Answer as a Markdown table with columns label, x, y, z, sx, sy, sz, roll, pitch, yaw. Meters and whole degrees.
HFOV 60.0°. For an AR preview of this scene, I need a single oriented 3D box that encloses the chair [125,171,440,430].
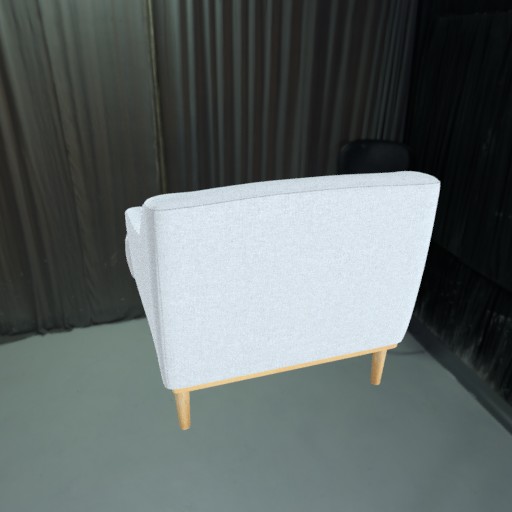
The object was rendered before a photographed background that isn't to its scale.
| label | x | y | z | sx | sy | sz | roll | pitch | yaw |
| --- | --- | --- | --- | --- | --- | --- | --- | --- | --- |
| chair | 0.000 | 0.000 | 1.684 | 0.946 | 0.818 | 0.951 | -8 | 26 | -16 |
